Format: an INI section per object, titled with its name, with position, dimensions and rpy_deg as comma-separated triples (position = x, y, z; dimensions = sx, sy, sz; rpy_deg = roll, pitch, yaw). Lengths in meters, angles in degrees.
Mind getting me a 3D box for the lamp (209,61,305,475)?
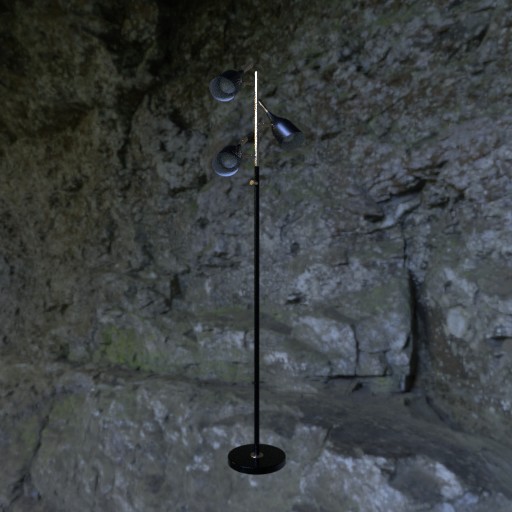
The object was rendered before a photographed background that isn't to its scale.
[lamp]
position = 0.000, 0.000, 1.940
dimensions = 0.434, 1.778, 0.253
rpy_deg = 1, -2, -18
